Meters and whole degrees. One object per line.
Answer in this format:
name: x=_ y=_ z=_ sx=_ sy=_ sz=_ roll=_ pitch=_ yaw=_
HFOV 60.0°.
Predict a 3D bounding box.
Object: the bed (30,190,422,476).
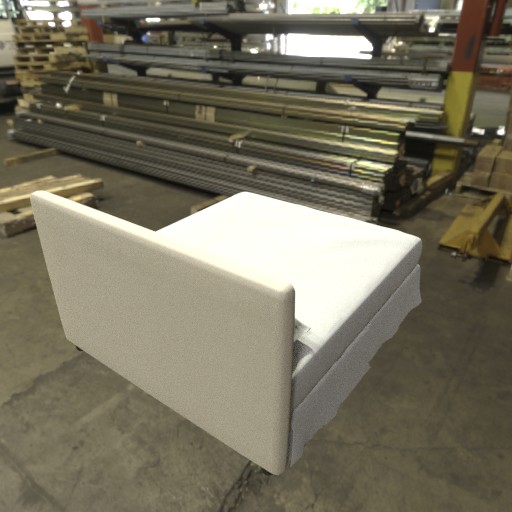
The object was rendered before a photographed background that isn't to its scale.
bed: x=0.000 y=0.000 z=3.517 sx=2.119 sy=1.317 sz=2.341 roll=20 pitch=34 yaw=31
